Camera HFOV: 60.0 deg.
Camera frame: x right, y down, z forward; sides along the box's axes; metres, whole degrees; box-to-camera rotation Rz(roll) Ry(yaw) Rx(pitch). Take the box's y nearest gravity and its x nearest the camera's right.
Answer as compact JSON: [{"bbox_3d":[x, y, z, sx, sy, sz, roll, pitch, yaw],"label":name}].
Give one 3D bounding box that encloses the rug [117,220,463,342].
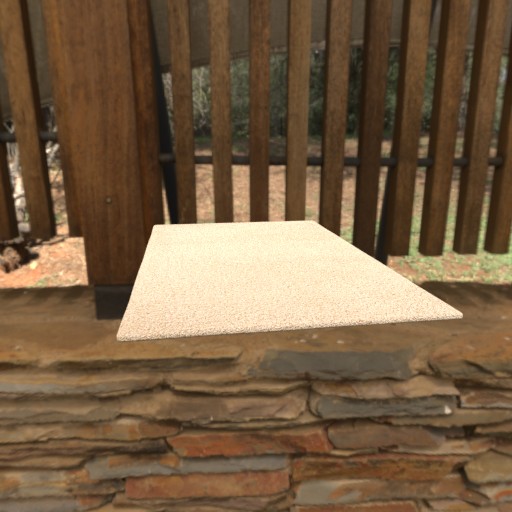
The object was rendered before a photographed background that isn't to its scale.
[{"bbox_3d":[0.000,0.000,3.051,1.524,0.030,2.438,-2,15,-9],"label":"rug"}]
